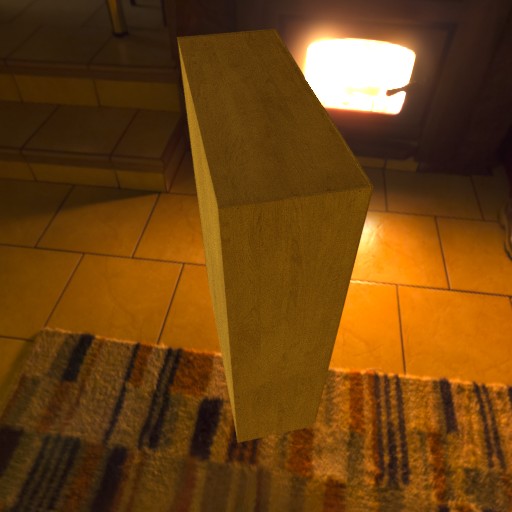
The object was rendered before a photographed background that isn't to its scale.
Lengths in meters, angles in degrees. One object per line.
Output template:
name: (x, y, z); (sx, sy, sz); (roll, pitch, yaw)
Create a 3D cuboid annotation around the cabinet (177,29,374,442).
cabinet: (0.000, 0.000, 2.485); (0.510, 1.910, 1.290); (-9, 48, -8)
